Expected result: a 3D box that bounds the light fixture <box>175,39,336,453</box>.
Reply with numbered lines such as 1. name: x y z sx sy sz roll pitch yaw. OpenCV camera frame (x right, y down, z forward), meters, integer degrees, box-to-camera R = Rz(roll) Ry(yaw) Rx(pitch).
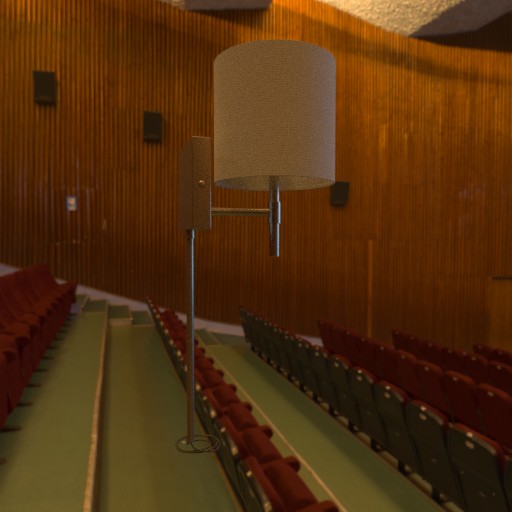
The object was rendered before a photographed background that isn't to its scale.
1. light fixture: 0.000 0.000 0.691 0.248 0.589 0.188 -1 2 -18
